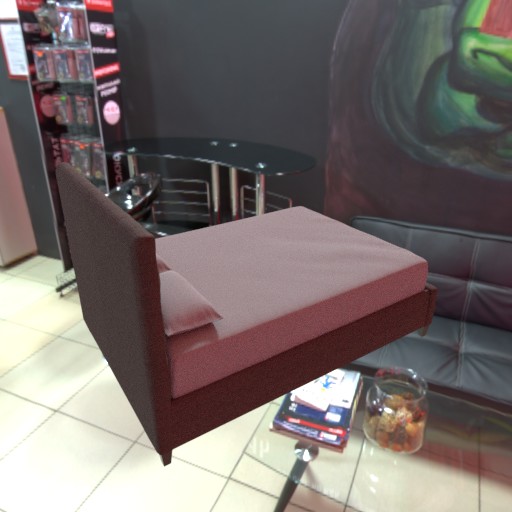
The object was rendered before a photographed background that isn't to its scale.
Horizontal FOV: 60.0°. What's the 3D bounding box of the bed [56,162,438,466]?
[{"bbox_3d":[0.000,0.000,3.432,2.387,1.427,1.698,-16,29,-30],"label":"bed"}]
